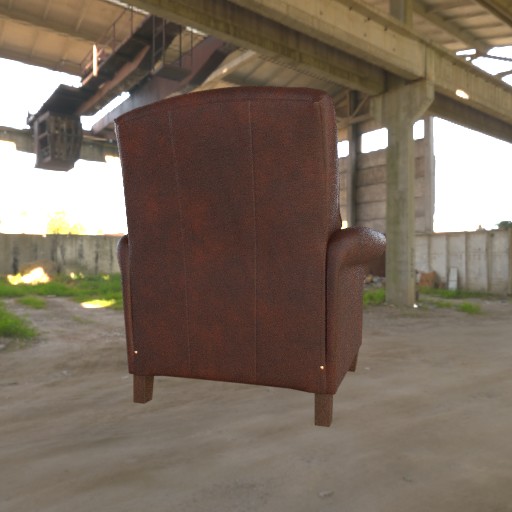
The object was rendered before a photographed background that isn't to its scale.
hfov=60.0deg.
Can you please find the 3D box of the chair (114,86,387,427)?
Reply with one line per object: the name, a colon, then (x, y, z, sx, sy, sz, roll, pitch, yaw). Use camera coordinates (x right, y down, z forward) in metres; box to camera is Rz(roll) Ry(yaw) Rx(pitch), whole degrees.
chair: (0.000, 0.000, 1.800, 0.978, 1.061, 0.902, 0, 0, 19)
